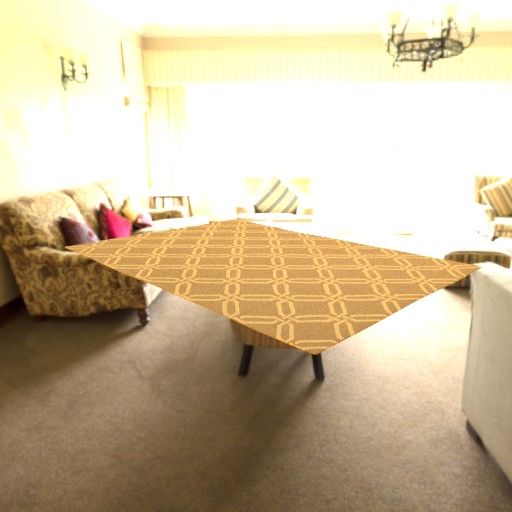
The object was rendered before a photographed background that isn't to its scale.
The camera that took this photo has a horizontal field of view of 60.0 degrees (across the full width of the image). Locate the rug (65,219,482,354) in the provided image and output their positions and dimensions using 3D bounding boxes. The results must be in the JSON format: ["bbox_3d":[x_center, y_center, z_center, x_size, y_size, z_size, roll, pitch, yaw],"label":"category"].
[{"bbox_3d":[0.000,0.000,2.739,1.524,0.013,2.135,-14,20,-42],"label":"rug"}]
